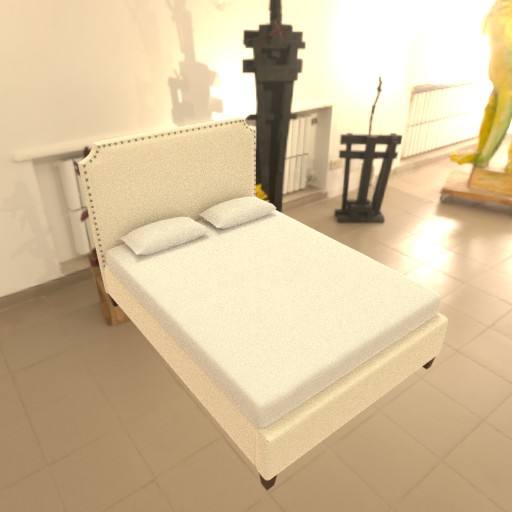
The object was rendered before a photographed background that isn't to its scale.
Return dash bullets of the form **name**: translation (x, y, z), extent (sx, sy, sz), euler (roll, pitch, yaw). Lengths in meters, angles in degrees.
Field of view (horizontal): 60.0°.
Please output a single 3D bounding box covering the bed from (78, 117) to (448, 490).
- **bed**: translation (0.000, 0.000, 3.395), extent (1.712, 1.497, 2.372), euler (-21, 36, -32)
